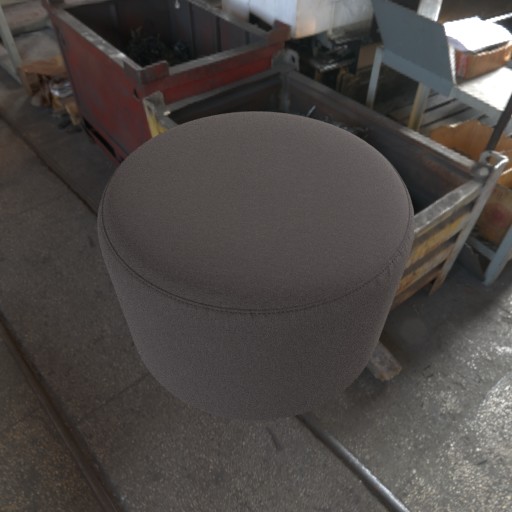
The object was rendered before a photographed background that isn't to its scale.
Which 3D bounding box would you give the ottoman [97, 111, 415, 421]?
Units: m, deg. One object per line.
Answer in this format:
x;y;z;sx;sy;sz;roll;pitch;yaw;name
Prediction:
0.000;0.000;0.984;0.608;0.433;0.608;0;47;0;ottoman
